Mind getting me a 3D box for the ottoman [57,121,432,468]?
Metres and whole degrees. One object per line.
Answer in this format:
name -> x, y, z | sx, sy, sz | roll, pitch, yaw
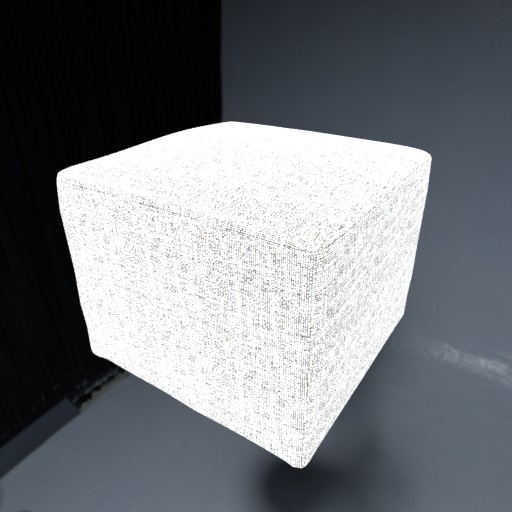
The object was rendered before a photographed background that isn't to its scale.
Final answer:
ottoman -> 0.000, 0.000, 0.904 | 0.521, 0.453, 0.512 | 18, 33, 29
